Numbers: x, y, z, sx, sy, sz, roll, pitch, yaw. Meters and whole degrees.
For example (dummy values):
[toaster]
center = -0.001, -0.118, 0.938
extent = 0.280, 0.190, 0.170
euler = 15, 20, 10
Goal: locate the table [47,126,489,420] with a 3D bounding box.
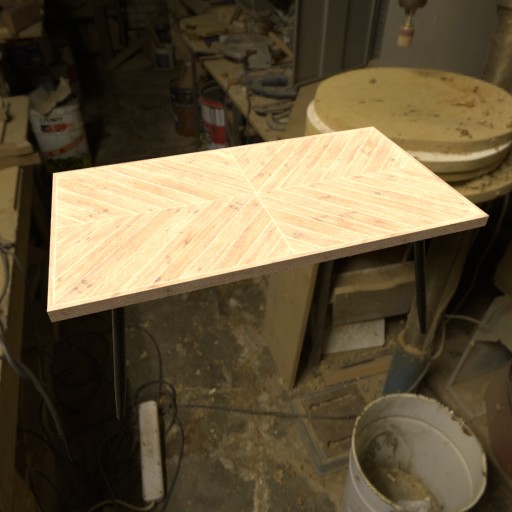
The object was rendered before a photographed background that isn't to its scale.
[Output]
[table]
center = 0.000, 0.000, 2.311
extent = 1.803, 0.762, 0.991
euler = -12, 41, -14
